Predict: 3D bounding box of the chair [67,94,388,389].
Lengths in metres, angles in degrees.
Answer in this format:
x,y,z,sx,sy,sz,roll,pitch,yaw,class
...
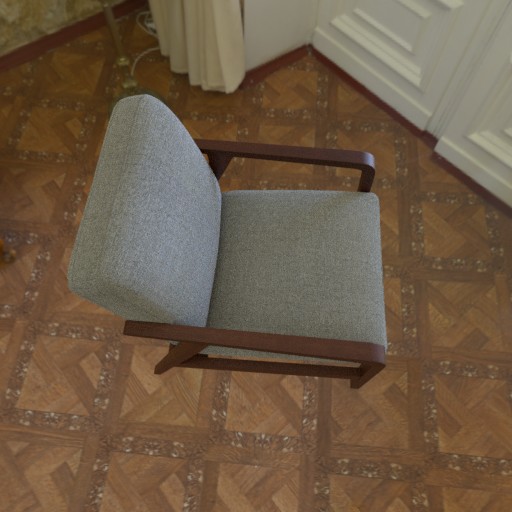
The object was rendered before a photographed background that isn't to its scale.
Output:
x,y,z,sx,sy,sz,roll,pitch,yaw,class
0.000,0.000,1.465,0.858,0.847,0.704,4,65,2,chair
